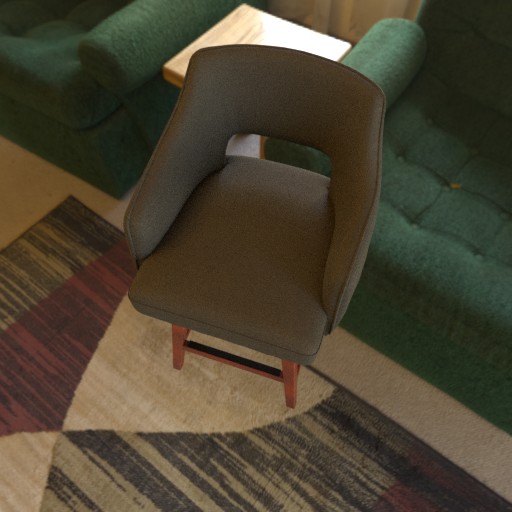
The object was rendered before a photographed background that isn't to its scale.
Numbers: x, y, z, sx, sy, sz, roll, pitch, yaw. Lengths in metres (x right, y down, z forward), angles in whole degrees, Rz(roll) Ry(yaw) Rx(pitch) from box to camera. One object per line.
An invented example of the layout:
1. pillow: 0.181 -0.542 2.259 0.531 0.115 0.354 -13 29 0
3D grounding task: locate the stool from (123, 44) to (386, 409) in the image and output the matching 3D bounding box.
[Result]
1. stool: 0.000 0.000 1.222 0.548 0.912 0.558 16 59 10
